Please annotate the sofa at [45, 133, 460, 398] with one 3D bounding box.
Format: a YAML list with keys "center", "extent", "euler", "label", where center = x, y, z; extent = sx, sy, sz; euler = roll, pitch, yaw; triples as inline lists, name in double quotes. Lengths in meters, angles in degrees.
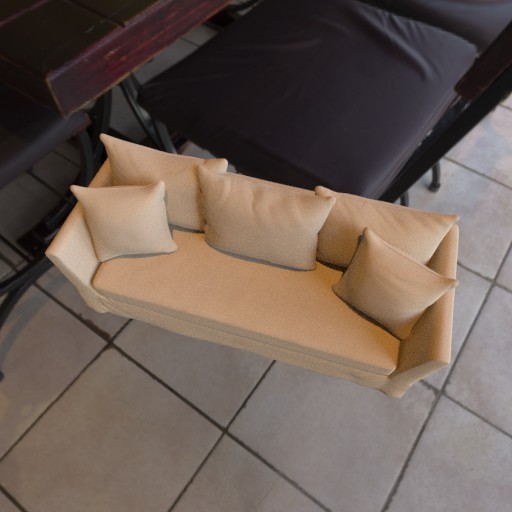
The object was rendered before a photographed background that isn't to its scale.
- center: [0.000, 0.000, 3.029]
  extent: [2.499, 1.047, 1.046]
  euler: [14, 59, 9]
  label: "sofa"
